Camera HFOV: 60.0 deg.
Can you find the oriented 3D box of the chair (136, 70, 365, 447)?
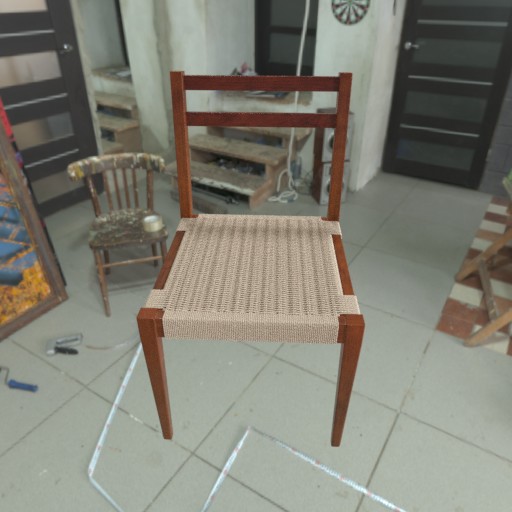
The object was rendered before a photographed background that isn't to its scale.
[{"bbox_3d":[0.000,0.000,1.201,0.495,0.851,0.569,1,32,2],"label":"chair"}]
